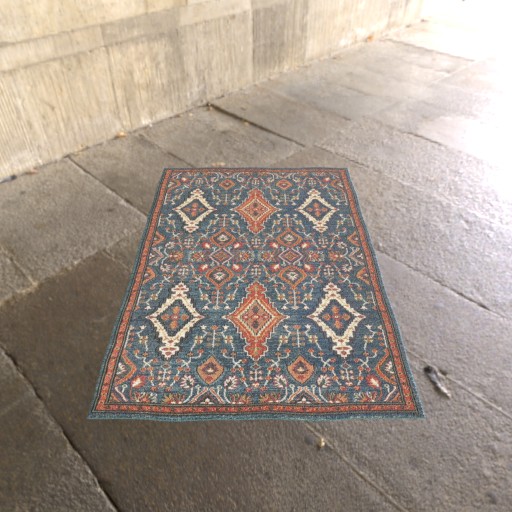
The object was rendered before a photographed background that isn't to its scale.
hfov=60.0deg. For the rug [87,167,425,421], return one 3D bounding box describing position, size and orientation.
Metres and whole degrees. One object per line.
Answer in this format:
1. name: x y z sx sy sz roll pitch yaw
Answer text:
1. rug: 0.000 0.000 2.983 1.622 0.009 2.373 0 41 0
